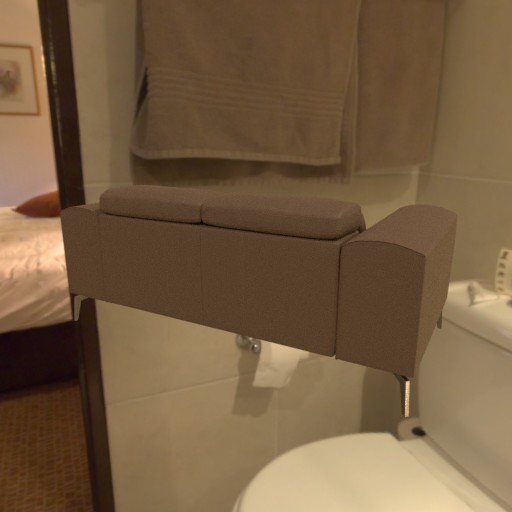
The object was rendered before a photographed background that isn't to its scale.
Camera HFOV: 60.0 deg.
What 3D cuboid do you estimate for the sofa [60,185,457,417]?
[{"bbox_3d":[0.000,0.000,2.399,1.895,0.779,1.003,8,17,28],"label":"sofa"}]
